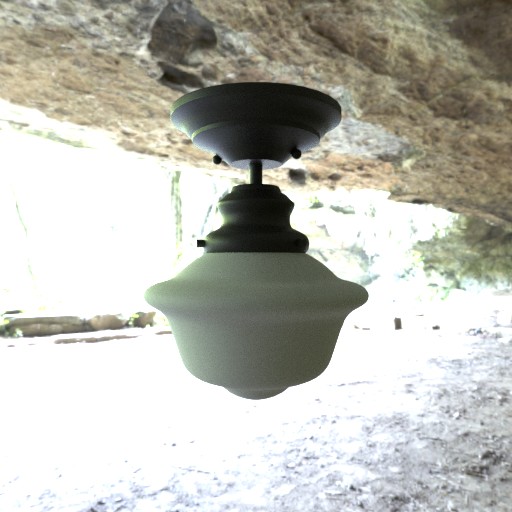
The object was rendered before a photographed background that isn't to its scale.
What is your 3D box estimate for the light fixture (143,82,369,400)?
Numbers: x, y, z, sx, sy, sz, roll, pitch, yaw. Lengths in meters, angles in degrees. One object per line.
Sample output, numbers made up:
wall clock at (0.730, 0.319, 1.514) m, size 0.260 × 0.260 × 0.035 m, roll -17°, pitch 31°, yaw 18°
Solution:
light fixture at (0.000, 0.000, 0.399) m, size 0.197 × 0.254 × 0.197 m, roll 0°, pitch -1°, yaw 0°
